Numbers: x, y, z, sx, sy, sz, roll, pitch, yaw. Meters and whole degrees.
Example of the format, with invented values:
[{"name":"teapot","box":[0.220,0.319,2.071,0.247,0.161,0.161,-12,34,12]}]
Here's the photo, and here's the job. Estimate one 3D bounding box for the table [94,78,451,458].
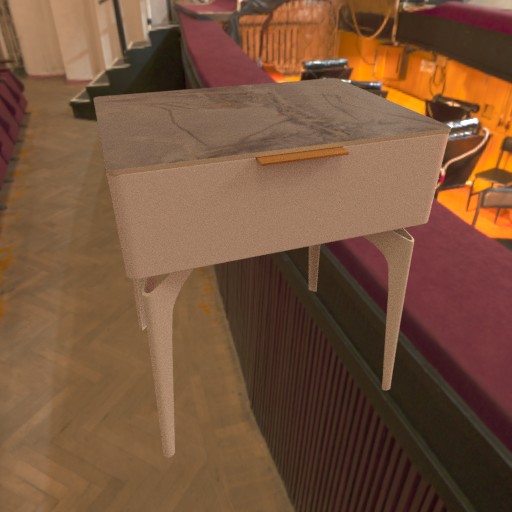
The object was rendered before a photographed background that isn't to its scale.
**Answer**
[{"name":"table","box":[0.000,0.000,0.889,0.500,0.570,0.400,-11,35,-16]}]
